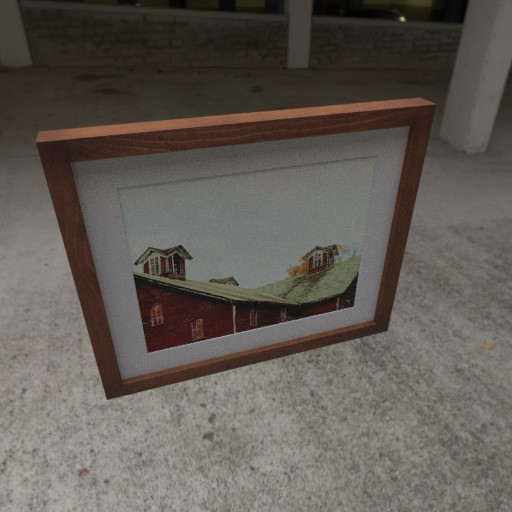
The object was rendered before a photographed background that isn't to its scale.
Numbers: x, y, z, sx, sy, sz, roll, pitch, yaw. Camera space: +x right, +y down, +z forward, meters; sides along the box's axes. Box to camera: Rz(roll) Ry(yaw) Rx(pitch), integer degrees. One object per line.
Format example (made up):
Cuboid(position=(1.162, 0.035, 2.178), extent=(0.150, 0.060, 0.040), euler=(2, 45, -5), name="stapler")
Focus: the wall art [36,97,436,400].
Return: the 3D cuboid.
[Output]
Cuboid(position=(0.000, 0.000, 0.527), extent=(0.401, 0.328, 0.030), euler=(-10, 34, -15), name="wall art")
